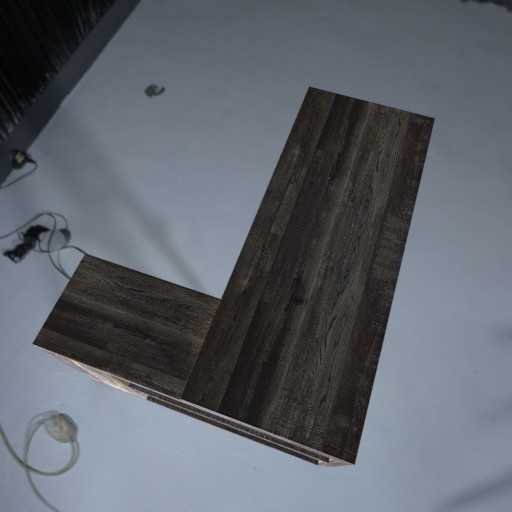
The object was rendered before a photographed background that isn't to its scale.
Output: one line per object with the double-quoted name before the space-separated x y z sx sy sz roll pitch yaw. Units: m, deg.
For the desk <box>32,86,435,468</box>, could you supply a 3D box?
"desk" 0.000 0.000 2.138 1.200 0.753 1.524 18 65 8
